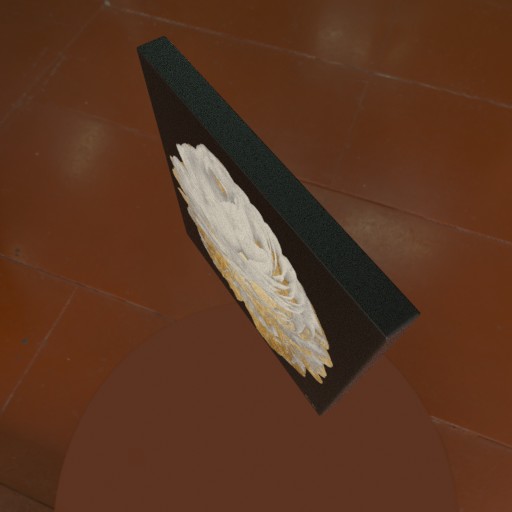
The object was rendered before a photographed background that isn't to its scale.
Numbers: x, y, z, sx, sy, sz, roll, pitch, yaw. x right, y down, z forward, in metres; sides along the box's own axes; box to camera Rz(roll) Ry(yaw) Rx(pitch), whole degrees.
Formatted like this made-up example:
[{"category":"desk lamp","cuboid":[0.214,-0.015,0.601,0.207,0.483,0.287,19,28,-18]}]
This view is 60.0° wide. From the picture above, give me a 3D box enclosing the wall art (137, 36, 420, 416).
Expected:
[{"category":"wall art","cuboid":[0.000,0.000,0.597,0.041,0.407,0.406,-32,67,-15]}]
